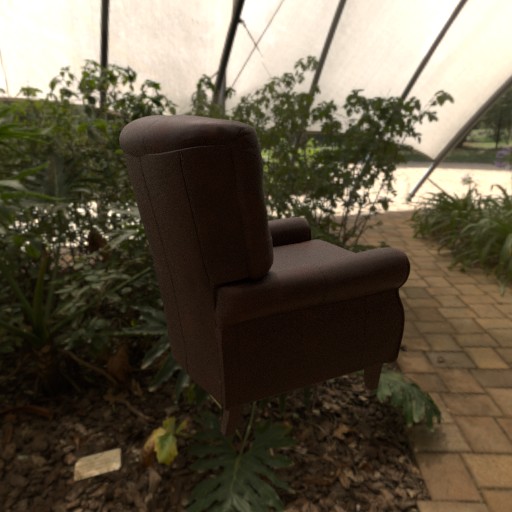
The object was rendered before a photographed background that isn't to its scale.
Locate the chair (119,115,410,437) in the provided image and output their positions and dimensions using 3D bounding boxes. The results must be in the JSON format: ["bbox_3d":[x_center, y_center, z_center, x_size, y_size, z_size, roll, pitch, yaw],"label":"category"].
[{"bbox_3d":[0.000,0.000,1.926,1.058,1.158,0.948,-8,18,-25],"label":"chair"}]
